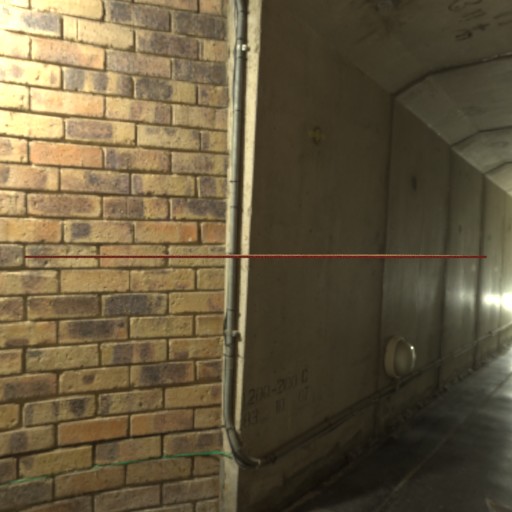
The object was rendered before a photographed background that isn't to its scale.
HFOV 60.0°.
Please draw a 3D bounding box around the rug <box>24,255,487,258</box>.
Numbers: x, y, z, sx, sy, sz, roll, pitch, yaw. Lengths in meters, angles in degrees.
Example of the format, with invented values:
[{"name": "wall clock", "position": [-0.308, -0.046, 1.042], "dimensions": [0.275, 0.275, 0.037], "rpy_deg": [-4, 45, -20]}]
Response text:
[{"name": "rug", "position": [0.000, 0.000, 2.911], "dimensions": [2.211, 0.013, 1.593], "rpy_deg": [0, 0, 1]}]
